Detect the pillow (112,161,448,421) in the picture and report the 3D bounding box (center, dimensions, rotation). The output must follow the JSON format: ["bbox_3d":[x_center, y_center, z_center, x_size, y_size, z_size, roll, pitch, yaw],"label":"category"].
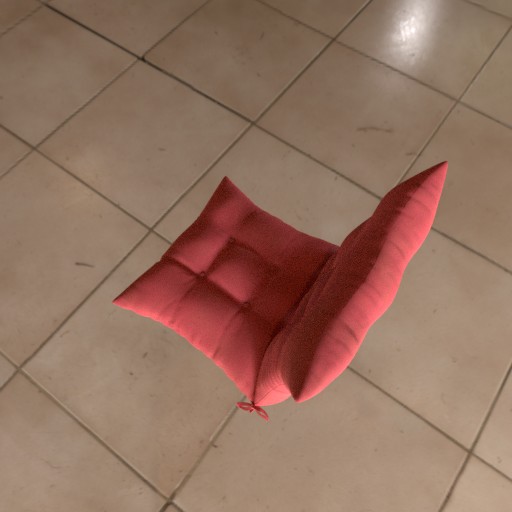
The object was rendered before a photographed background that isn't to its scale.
[{"bbox_3d":[0.000,0.000,1.003,0.585,0.536,0.541,33,69,14],"label":"pillow"}]
